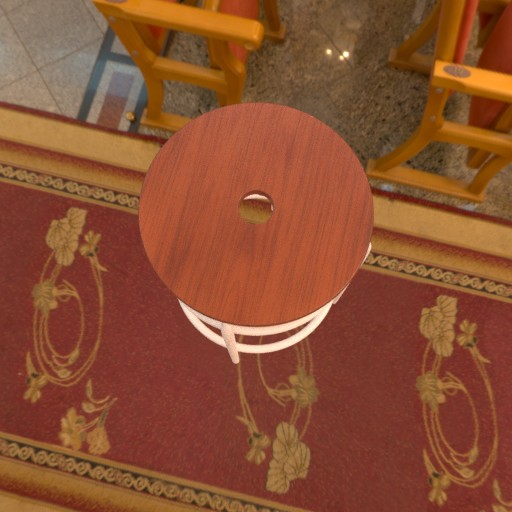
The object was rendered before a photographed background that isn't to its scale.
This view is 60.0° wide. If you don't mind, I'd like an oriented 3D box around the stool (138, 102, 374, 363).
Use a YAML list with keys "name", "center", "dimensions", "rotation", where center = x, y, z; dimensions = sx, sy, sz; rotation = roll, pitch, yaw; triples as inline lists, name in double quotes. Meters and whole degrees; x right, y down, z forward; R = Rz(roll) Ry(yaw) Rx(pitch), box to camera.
- name: "stool"
  center: [0.000, 0.000, 0.925]
  dimensions: [0.455, 0.610, 0.455]
  rotation: [14, 77, 3]
